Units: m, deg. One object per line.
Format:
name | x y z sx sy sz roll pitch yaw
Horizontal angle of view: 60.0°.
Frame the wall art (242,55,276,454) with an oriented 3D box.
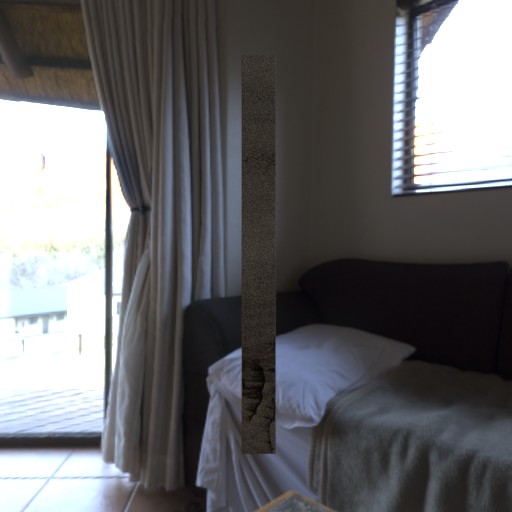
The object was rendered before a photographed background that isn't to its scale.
wall art | 0.000 0.000 0.759 0.035 0.407 0.613 0 0 -1
